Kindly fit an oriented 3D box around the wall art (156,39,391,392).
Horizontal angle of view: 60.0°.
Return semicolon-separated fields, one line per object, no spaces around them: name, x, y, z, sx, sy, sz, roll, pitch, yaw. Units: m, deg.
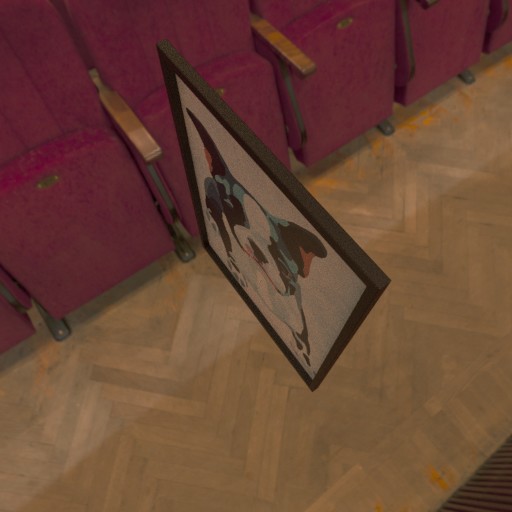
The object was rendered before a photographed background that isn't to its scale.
wall art;0.000;0.000;1.372;0.030;1.027;0.774;-33;68;-15
